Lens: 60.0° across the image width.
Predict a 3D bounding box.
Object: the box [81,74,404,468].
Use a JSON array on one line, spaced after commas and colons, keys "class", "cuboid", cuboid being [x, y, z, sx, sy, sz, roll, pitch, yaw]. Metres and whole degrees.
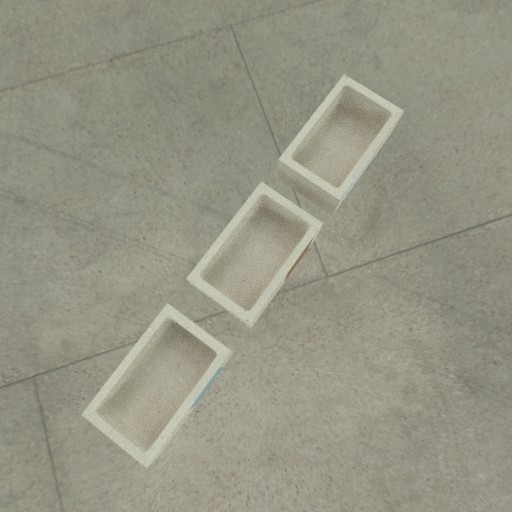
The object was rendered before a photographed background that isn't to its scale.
[{"class": "box", "cuboid": [0.000, 0.000, 0.488, 0.082, 0.051, 0.461, 35, 79, 8]}]
